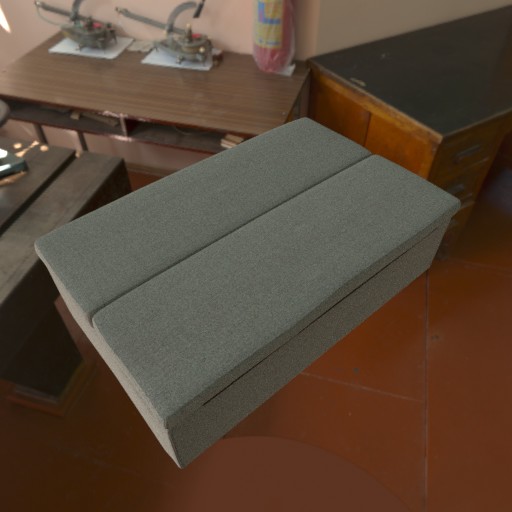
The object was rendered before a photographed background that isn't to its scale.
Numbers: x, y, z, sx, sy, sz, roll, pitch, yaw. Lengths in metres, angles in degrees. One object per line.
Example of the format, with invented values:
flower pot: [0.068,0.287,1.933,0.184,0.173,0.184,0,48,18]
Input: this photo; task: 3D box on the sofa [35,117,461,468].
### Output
sofa: [0.000,0.000,1.631,1.250,0.434,0.817,-32,54,-27]
